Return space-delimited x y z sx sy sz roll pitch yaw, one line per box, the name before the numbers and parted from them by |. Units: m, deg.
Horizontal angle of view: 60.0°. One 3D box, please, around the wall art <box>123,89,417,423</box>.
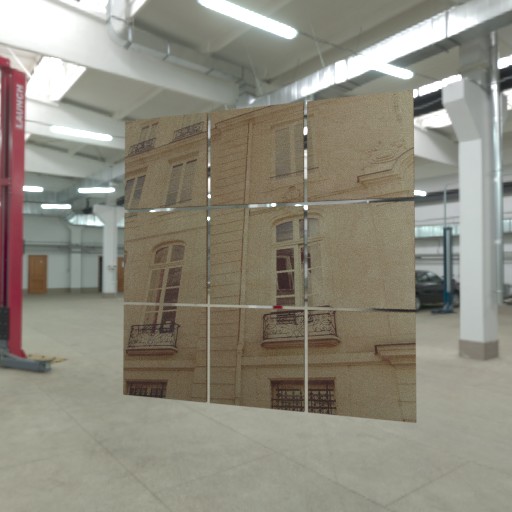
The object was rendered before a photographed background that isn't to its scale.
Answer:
wall art | 0.000 0.000 1.354 0.915 0.913 0.018 0 -1 17
